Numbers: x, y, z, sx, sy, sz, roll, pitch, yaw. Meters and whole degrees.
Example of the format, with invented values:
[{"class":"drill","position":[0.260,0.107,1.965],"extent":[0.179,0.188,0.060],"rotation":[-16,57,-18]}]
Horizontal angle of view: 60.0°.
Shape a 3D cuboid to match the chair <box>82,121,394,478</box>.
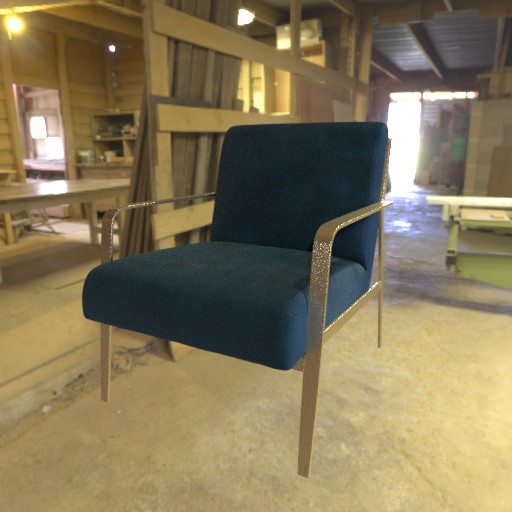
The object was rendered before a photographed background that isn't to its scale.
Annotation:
[{"class":"chair","position":[0.000,0.000,1.394],"extent":[0.692,0.831,0.859],"rotation":[8,16,28]}]
